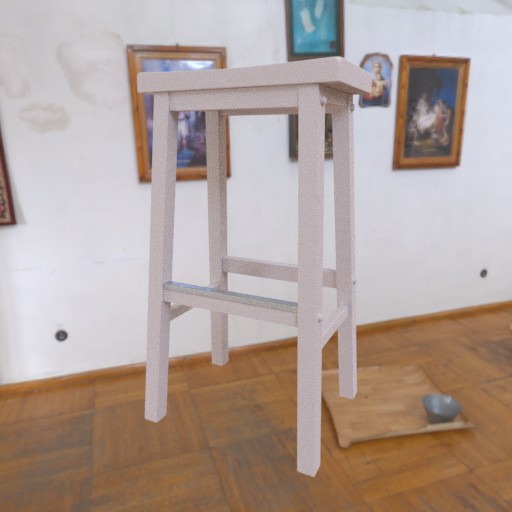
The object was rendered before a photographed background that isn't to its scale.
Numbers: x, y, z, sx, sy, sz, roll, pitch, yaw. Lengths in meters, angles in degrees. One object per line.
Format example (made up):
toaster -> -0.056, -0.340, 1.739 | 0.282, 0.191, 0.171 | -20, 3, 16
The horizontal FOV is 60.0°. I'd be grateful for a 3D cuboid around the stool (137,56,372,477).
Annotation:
stool -> 0.000, 0.000, 0.966 | 0.406, 0.742, 0.322 | 7, 16, 25
